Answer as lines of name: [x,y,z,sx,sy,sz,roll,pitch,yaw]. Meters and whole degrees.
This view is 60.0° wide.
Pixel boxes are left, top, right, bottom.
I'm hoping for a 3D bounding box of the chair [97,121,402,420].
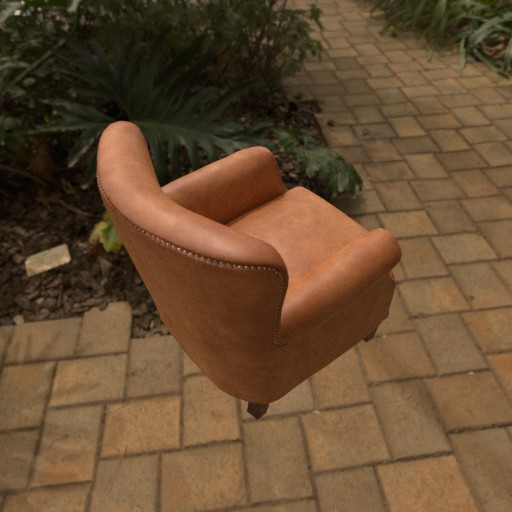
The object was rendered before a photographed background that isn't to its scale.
chair: [0.000,0.000,1.643,0.921,0.936,0.861,-27,49,-25]
